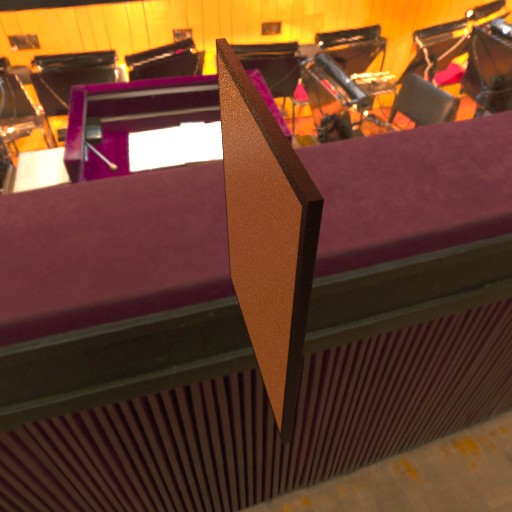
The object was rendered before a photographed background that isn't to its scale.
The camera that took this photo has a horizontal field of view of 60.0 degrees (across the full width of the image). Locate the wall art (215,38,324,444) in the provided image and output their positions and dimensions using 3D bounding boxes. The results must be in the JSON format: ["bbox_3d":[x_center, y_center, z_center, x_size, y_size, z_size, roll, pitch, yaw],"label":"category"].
[{"bbox_3d":[0.000,0.000,1.380,0.030,1.027,0.774,-11,46,-11],"label":"wall art"}]
